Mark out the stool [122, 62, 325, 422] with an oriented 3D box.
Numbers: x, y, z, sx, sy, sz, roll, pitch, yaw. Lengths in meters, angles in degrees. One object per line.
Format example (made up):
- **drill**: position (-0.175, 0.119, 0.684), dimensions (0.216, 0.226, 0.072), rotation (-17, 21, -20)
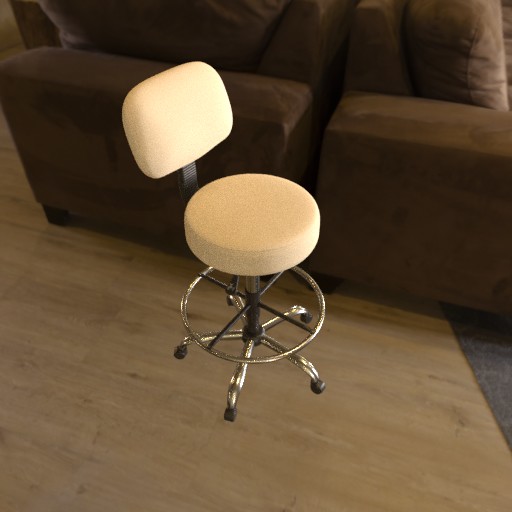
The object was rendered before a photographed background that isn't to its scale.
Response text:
- **stool**: position (0.000, 0.000, 1.458), dimensions (0.616, 1.080, 0.609), rotation (24, 47, 25)
